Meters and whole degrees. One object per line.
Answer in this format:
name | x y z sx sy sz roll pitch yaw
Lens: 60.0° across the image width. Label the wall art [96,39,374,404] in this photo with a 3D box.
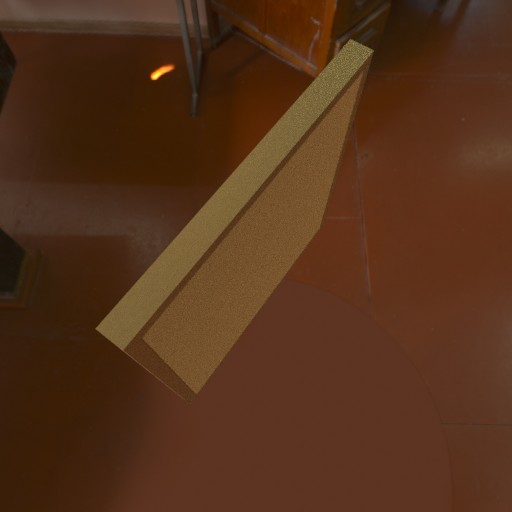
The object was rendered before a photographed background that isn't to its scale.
wall art | 0.000 0.000 1.924 0.095 1.284 1.284 33 70 14
